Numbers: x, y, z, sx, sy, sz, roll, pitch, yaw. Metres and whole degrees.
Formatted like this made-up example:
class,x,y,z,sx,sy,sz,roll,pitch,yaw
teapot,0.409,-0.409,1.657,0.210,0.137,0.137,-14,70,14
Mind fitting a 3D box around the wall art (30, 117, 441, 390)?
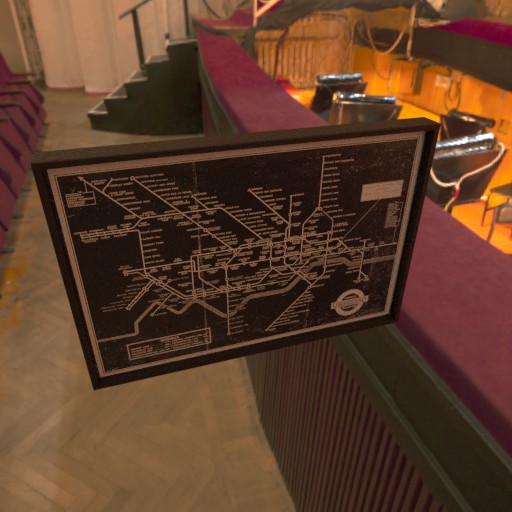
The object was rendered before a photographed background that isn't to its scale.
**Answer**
class,x,y,z,sx,sy,sz,roll,pitch,yaw
wall art,0.000,0.000,0.839,0.671,0.456,0.051,-9,33,-15
